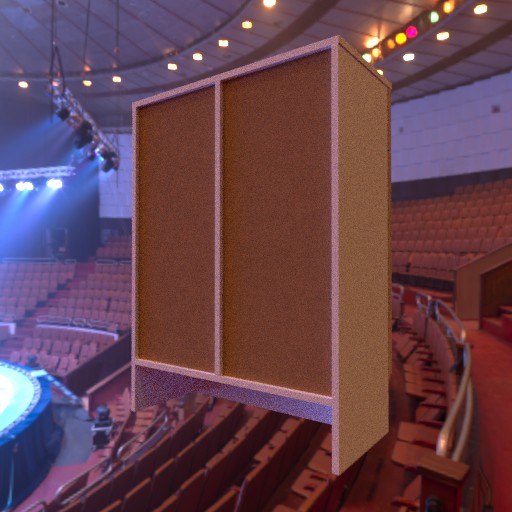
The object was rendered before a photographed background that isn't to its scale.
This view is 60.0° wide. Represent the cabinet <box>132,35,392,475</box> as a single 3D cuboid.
[{"bbox_3d":[0.000,0.000,1.115,0.600,0.815,0.296,0,-1,36],"label":"cabinet"}]
